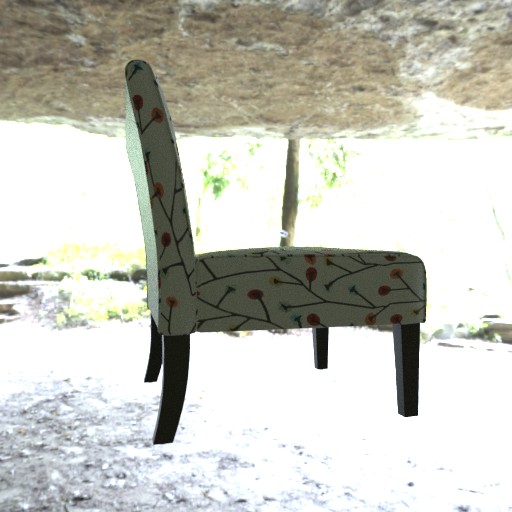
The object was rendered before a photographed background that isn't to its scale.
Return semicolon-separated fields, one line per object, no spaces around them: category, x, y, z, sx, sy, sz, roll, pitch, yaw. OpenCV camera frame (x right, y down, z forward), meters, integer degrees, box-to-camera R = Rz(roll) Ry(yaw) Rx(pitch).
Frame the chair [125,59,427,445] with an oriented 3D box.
chair;0.000;0.000;1.283;0.732;0.813;0.597;0;-1;-16
